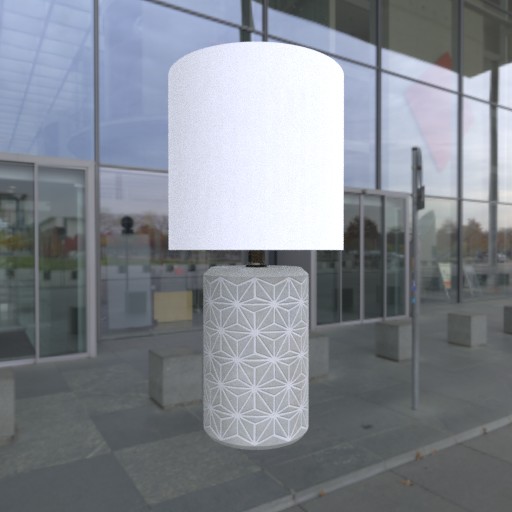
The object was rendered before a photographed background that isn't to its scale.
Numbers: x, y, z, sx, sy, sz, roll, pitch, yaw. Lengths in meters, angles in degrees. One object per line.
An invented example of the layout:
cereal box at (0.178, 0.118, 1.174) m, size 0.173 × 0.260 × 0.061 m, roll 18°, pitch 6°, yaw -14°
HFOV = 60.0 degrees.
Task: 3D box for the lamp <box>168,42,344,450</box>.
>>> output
lamp at (0.000, 0.000, 0.533) m, size 0.206 × 0.416 × 0.206 m, roll 0°, pitch 1°, yaw -17°
